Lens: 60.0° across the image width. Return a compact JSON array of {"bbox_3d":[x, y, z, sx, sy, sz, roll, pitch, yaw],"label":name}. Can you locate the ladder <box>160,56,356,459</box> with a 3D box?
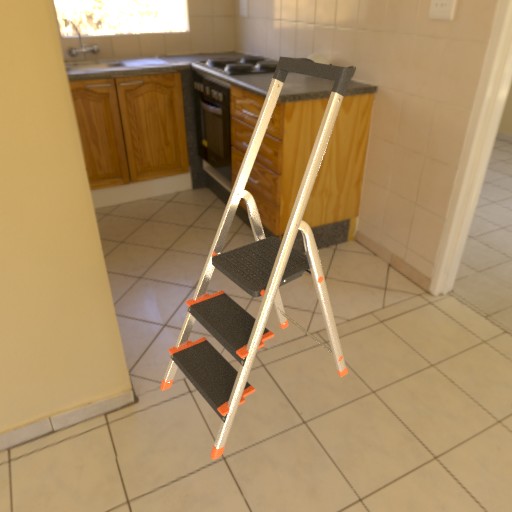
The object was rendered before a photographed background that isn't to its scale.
[{"bbox_3d":[0.000,0.000,1.555,0.686,1.229,0.416,-21,37,-31],"label":"ladder"}]
